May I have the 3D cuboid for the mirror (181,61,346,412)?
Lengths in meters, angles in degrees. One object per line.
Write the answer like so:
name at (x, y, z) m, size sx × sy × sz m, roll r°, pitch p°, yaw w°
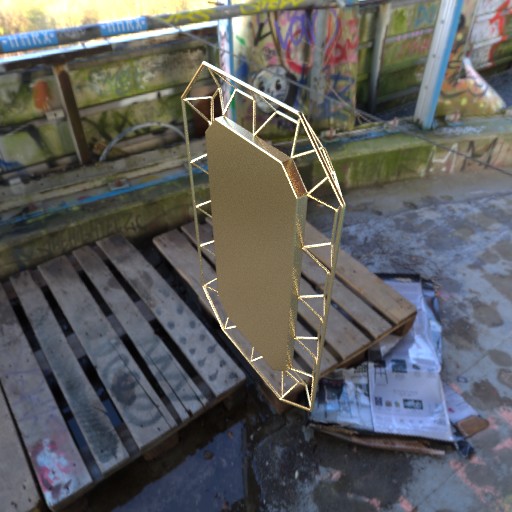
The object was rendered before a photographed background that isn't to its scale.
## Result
mirror at (0.000, 0.000, 1.121) m, size 0.051 × 0.870 × 0.572 m, roll -24°, pitch 46°, yaw -26°
